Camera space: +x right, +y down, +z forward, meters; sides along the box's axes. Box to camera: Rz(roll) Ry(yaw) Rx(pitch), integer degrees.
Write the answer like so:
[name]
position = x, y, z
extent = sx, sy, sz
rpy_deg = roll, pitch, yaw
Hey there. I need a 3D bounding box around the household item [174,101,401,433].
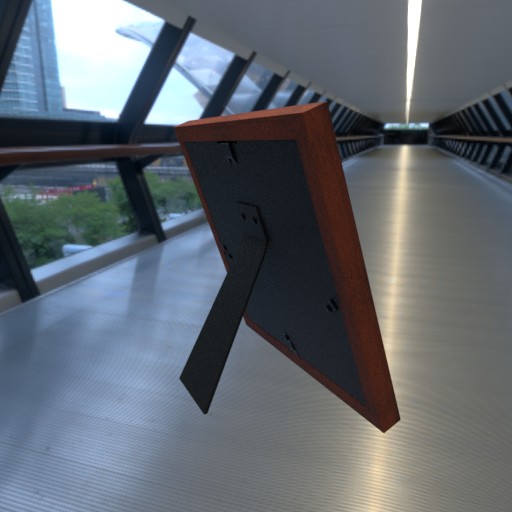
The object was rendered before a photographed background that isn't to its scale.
[household item]
position = 0.000, 0.000, 0.394
extent = 0.131, 0.240, 0.240
rpy_deg = -7, 16, -27
